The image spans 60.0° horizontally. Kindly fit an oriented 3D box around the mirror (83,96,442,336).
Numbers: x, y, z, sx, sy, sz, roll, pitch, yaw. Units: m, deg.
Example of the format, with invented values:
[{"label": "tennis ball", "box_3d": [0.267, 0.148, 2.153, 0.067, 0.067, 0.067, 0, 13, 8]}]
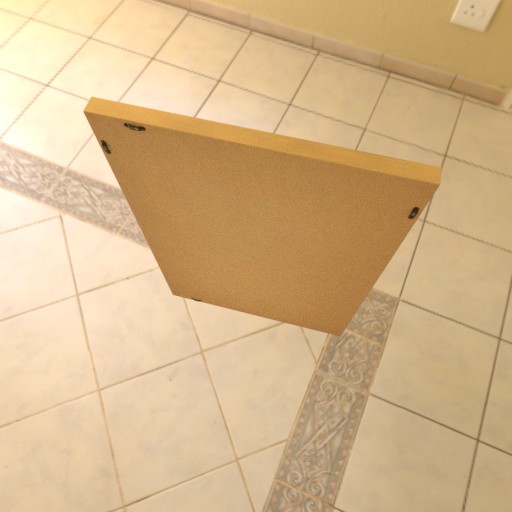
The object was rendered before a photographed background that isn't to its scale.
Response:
[{"label": "mirror", "box_3d": [0.000, 0.000, 1.153, 0.609, 0.915, 0.040, 13, 65, 6]}]
